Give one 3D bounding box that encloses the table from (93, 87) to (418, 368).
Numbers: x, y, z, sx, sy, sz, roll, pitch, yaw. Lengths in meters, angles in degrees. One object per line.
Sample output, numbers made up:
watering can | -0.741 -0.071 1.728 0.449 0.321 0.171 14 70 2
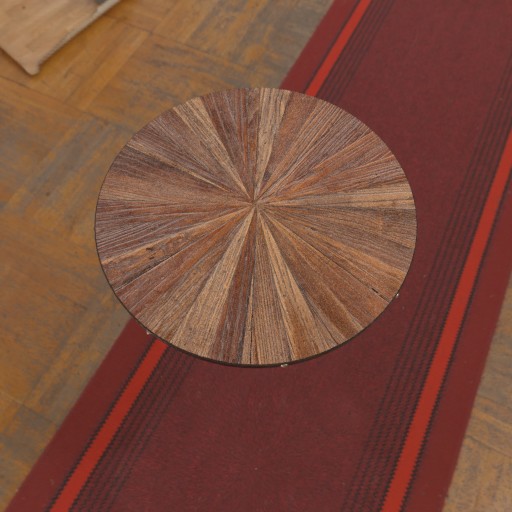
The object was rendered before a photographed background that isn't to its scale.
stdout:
table | 0.000 0.000 1.522 0.885 0.658 0.885 0 64 0
